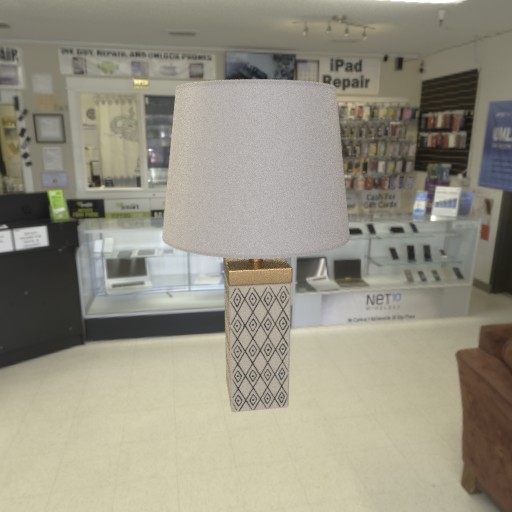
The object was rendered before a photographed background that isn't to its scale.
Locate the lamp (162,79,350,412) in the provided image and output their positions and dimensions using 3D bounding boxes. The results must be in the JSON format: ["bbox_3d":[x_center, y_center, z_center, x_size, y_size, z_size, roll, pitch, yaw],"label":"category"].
[{"bbox_3d":[0.000,0.000,0.614,0.251,0.435,0.251,0,15,0],"label":"lamp"}]
